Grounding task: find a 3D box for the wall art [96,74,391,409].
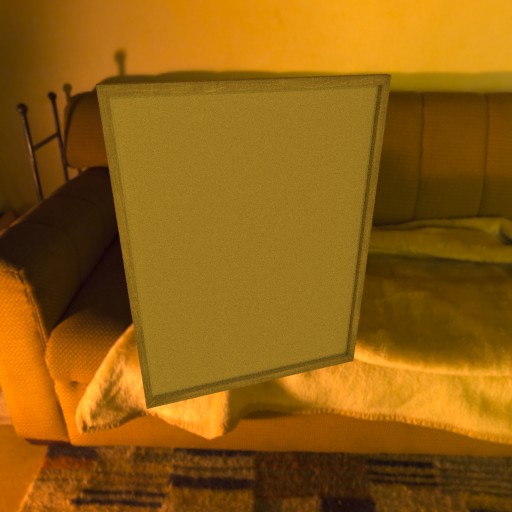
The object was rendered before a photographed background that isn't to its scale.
[{"bbox_3d":[0.000,0.000,1.370,0.781,1.022,0.035,-9,29,-16],"label":"wall art"}]
